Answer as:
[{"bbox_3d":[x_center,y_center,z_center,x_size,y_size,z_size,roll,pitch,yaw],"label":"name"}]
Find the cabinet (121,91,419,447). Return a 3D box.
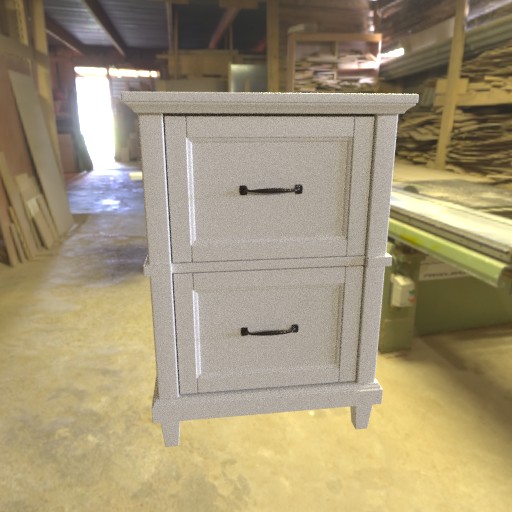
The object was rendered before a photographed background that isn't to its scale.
[{"bbox_3d":[0.000,0.000,1.168,0.544,0.775,0.547,-2,17,-7],"label":"cabinet"}]
